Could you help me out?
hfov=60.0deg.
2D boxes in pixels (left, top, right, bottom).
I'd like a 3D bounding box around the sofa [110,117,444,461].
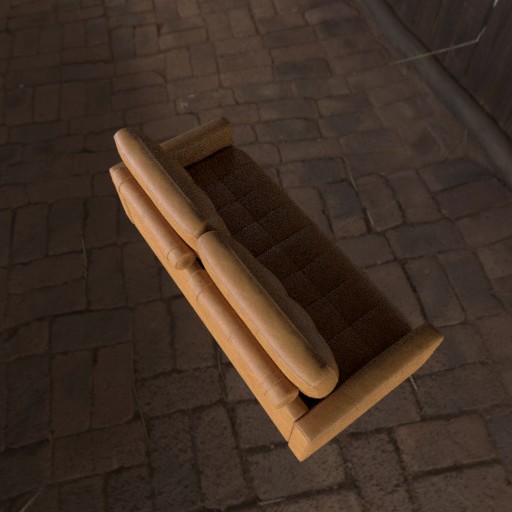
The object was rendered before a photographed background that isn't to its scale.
[{"bbox_3d":[0.000,0.000,2.325,0.850,0.898,1.821,-31,62,-18],"label":"sofa"}]
